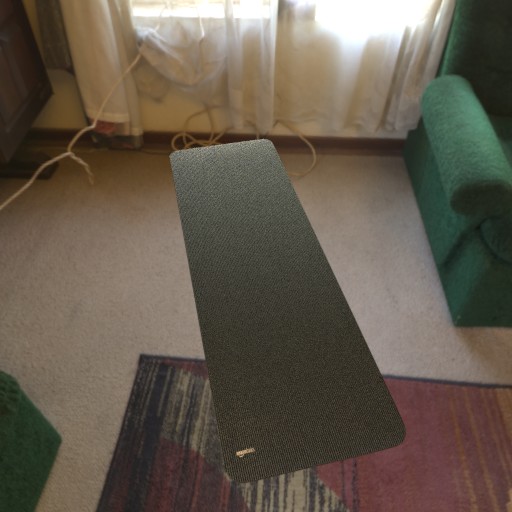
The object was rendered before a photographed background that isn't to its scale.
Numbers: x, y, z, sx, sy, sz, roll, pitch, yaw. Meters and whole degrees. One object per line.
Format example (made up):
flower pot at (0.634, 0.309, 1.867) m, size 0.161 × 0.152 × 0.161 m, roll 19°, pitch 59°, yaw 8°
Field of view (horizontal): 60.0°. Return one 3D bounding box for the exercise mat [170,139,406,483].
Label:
exercise mat at (0.000, 0.000, 2.032) m, size 0.616 × 0.021 × 1.869 m, roll -10°, pitch 48°, yaw -9°
